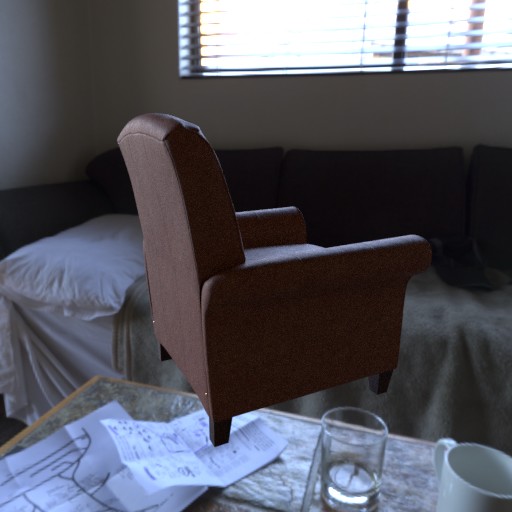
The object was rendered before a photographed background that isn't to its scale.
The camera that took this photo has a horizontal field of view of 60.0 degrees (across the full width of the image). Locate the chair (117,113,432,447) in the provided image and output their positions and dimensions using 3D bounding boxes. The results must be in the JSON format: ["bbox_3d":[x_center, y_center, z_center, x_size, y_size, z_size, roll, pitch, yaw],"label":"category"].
[{"bbox_3d":[0.000,0.000,1.776,0.902,1.061,0.978,-7,16,-26],"label":"chair"}]
